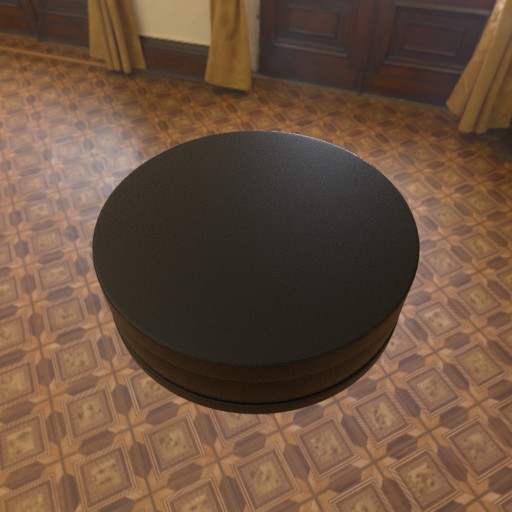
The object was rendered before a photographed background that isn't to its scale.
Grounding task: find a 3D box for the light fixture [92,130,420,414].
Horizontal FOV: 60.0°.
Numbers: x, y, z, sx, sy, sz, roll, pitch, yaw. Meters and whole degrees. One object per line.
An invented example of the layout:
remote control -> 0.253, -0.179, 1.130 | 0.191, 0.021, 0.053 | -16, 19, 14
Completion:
light fixture -> 0.000, 0.000, 0.425 | 0.283, 0.097, 0.283 | 0, 49, 0
